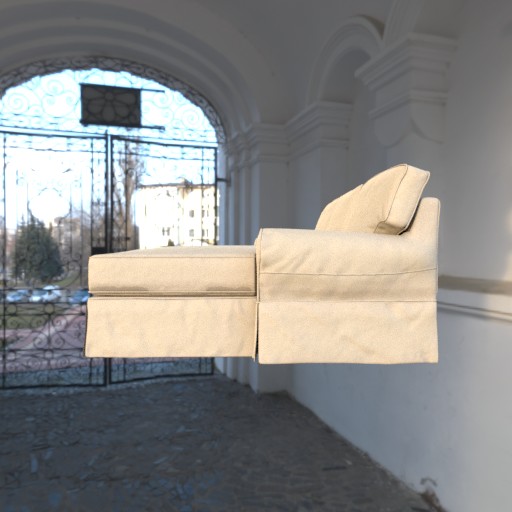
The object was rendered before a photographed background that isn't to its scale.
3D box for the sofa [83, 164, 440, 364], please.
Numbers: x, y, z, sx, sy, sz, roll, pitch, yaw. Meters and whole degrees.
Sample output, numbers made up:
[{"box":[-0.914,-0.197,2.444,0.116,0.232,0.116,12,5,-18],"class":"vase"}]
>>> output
[{"box":[0.000,0.000,3.276,1.733,0.978,2.475,0,1,-1],"class":"sofa"}]
